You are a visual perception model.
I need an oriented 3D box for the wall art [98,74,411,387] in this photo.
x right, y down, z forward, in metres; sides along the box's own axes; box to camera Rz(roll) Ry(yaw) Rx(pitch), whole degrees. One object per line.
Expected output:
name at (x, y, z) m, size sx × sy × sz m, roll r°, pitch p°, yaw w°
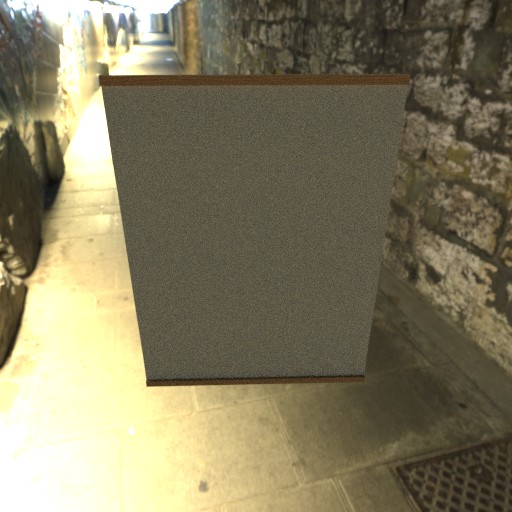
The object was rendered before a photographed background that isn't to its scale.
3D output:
wall art at (0.000, 0.000, 0.797) m, size 0.458 × 0.605 × 0.011 m, roll -1°, pitch 28°, yaw -2°
